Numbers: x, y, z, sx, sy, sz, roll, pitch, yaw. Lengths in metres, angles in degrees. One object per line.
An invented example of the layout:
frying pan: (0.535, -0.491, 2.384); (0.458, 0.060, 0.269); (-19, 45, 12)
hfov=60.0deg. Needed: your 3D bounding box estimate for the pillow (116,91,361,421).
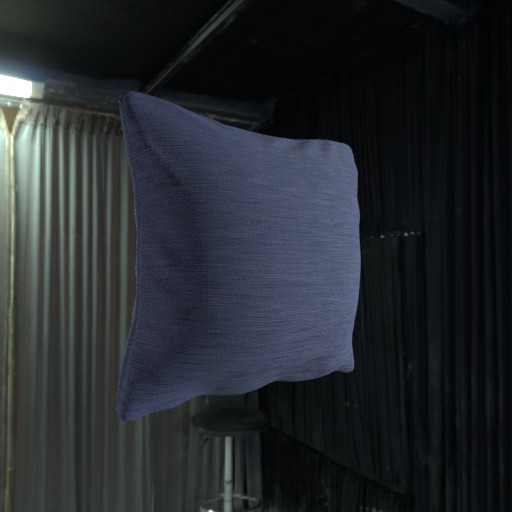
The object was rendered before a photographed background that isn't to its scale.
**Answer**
pillow: (0.000, 0.000, 0.680); (0.432, 0.414, 0.246); (1, -2, -37)
